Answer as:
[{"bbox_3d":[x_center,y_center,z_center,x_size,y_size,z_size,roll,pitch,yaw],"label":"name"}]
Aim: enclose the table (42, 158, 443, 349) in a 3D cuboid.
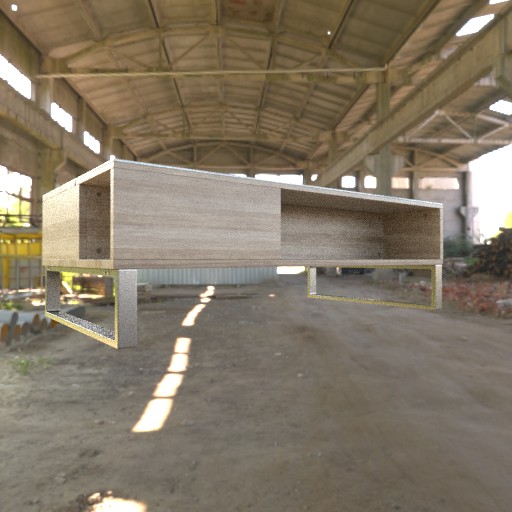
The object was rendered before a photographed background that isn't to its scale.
[{"bbox_3d":[0.000,0.000,1.377,1.100,0.350,0.600,0,-1,-37],"label":"table"}]
